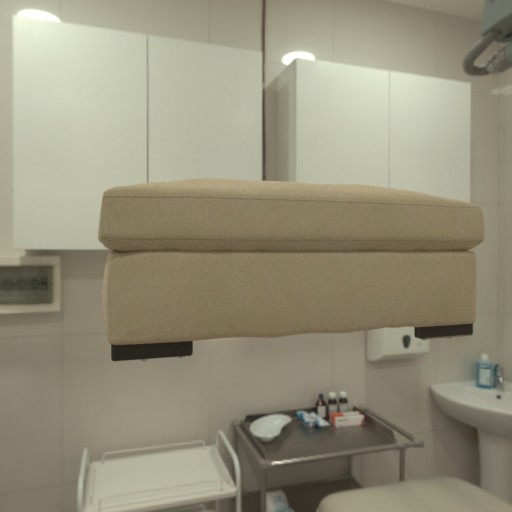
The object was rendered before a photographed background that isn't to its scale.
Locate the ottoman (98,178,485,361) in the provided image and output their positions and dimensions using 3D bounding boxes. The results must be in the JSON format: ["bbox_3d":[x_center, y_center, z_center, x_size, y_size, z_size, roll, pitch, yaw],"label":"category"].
[{"bbox_3d":[0.000,0.000,1.808,1.190,0.522,1.205,0,0,-18],"label":"ottoman"}]
